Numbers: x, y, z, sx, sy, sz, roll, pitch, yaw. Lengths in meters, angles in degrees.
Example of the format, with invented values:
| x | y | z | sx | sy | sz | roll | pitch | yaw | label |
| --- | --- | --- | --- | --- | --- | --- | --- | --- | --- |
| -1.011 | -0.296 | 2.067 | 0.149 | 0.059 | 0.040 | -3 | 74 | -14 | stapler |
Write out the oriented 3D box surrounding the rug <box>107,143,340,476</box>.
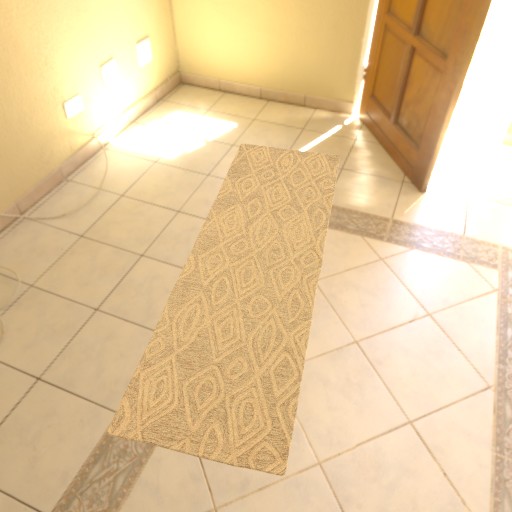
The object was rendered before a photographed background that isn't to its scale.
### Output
| x | y | z | sx | sy | sz | roll | pitch | yaw | label |
| --- | --- | --- | --- | --- | --- | --- | --- | --- | --- |
| 0.000 | 0.000 | 2.714 | 0.807 | 0.013 | 2.436 | 9 | 47 | 9 | rug |
